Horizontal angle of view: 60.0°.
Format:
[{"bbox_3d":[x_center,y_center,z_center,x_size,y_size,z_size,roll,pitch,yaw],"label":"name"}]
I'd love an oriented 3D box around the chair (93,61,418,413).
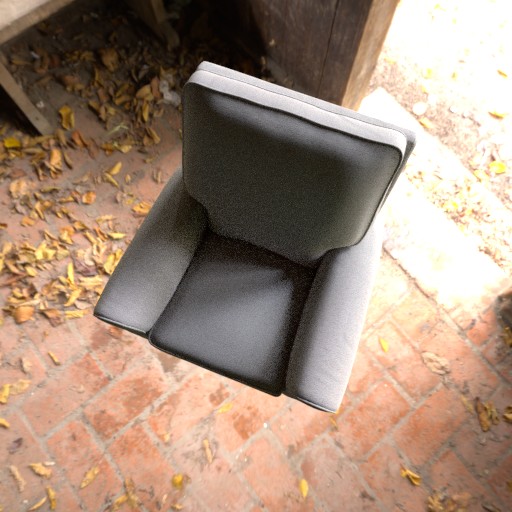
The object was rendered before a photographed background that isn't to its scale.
[{"bbox_3d":[0.000,0.000,1.620,0.890,0.960,0.878,21,75,6],"label":"chair"}]
